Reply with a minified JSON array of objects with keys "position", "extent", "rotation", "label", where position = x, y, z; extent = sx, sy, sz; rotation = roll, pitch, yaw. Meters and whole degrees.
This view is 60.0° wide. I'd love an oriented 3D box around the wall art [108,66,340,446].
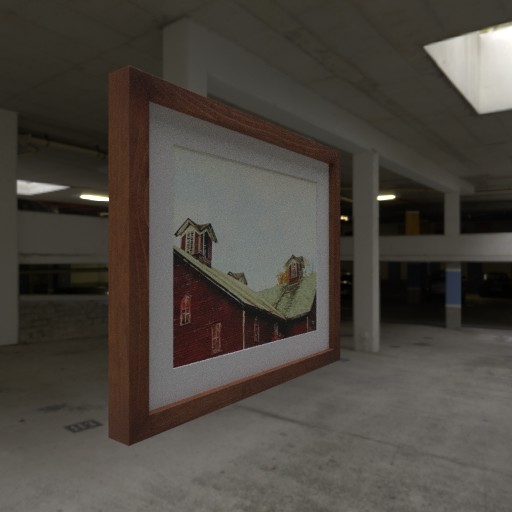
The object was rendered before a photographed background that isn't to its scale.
[{"position":[0.000,0.000,0.551],"extent":[0.030,0.328,0.401],"rotation":[0,0,37],"label":"wall art"}]
